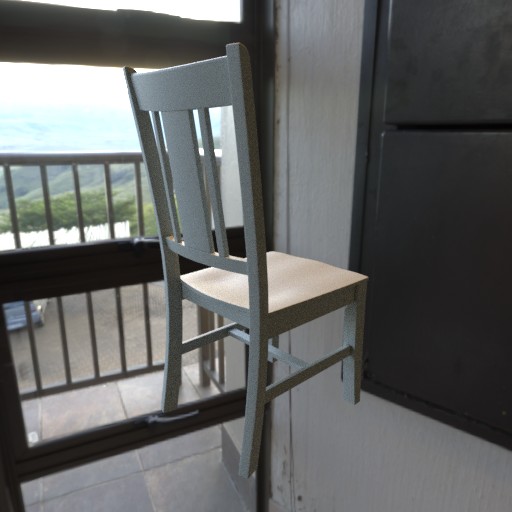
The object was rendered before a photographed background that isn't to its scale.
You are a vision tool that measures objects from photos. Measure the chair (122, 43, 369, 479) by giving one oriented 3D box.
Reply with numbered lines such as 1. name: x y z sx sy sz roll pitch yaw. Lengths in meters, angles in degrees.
1. chair: 0.000 0.000 1.266 0.555 0.998 0.450 -14 21 -41
